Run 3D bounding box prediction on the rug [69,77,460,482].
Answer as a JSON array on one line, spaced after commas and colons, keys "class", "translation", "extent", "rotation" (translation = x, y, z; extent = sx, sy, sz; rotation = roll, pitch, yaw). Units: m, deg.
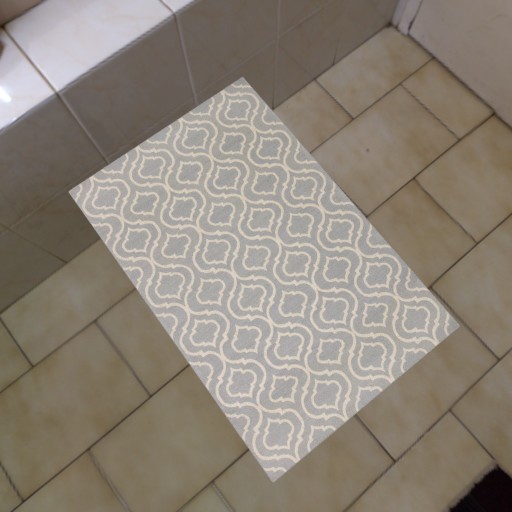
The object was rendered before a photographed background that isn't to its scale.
[{"class": "rug", "translation": [0.000, 0.000, 2.230], "extent": [1.141, 0.015, 1.749], "rotation": [-36, 78, -9]}]
